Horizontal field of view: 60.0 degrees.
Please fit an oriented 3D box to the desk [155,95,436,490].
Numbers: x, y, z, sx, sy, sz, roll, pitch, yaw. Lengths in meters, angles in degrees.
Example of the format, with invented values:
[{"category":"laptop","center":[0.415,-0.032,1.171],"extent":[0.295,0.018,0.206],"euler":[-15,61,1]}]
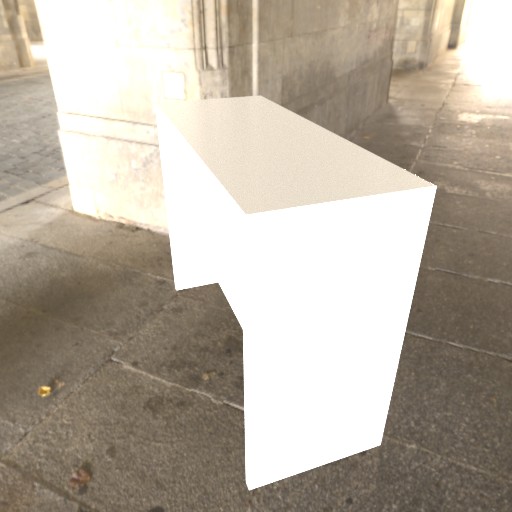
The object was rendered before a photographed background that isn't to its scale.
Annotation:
[{"category":"desk","center":[0.000,0.000,1.425],"extent":[0.400,0.790,1.000],"euler":[-10,32,-17]}]
